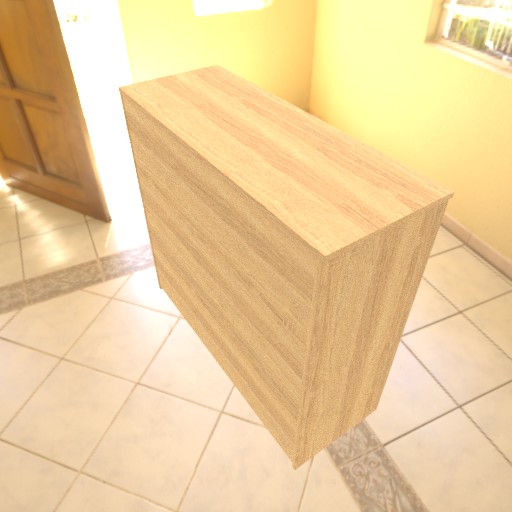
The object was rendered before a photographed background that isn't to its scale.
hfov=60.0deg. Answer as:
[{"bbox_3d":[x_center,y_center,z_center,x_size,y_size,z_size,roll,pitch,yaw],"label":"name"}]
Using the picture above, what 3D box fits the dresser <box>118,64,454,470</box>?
[{"bbox_3d":[0.000,0.000,1.471,0.380,0.900,0.980,-25,47,-25],"label":"dresser"}]
